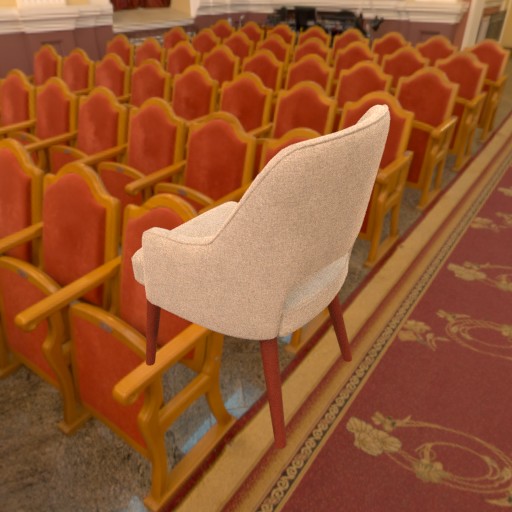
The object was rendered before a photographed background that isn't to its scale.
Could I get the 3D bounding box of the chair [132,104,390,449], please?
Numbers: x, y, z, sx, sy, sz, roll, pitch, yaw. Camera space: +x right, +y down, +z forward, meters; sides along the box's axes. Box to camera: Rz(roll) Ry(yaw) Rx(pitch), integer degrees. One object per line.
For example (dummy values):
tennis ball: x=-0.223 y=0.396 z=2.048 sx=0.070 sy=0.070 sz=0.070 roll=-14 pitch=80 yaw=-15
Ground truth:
chair: x=0.000 y=0.000 z=1.261 sx=0.605 sy=0.849 sz=0.548 roll=21 pitch=38 yaw=30
